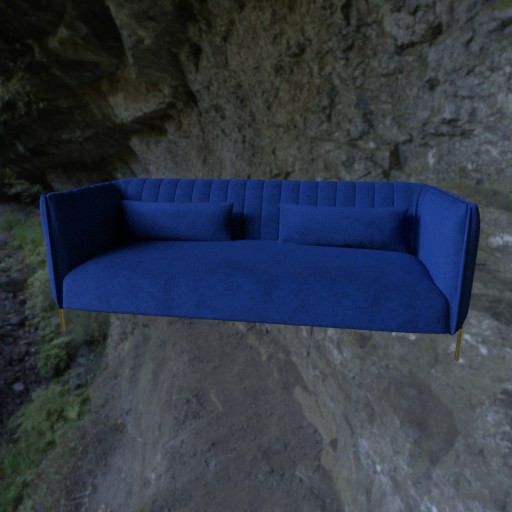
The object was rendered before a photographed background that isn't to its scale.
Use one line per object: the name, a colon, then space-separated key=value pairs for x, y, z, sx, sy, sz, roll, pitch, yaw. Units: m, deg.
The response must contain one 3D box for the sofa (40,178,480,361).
sofa: x=0.000 y=0.000 z=2.524 sx=2.136 sy=0.793 sz=0.896 roll=2 pitch=15 yaw=9
